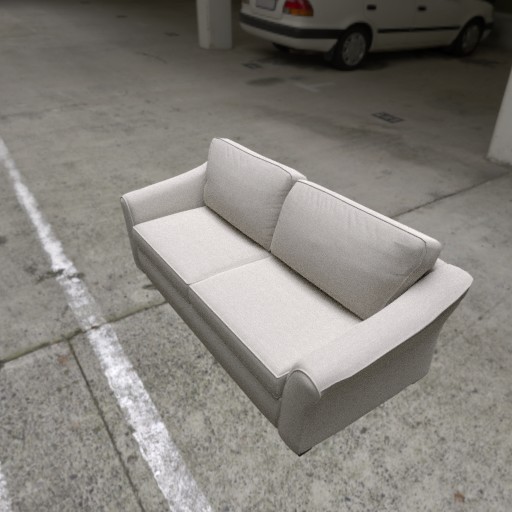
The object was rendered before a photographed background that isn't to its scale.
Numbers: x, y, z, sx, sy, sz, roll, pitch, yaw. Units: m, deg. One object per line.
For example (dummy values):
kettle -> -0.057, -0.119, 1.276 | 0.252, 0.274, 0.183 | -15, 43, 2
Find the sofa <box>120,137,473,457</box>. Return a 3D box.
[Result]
sofa -> 0.000, 0.000, 2.780 | 0.980, 0.965, 2.270 | -20, 37, -29
